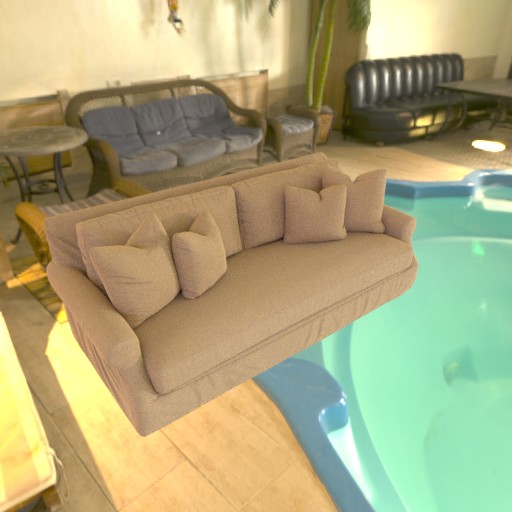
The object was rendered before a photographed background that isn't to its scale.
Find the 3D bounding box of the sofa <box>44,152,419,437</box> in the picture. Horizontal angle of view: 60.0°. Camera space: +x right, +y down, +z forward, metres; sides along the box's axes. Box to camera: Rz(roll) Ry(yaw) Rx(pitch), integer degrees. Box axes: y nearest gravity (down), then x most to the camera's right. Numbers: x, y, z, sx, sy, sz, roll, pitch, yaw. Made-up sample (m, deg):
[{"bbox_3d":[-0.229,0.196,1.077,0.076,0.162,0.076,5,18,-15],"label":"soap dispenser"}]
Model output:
[{"bbox_3d":[0.000,0.000,2.828,2.285,0.904,1.067,-21,35,-33],"label":"sofa"}]
